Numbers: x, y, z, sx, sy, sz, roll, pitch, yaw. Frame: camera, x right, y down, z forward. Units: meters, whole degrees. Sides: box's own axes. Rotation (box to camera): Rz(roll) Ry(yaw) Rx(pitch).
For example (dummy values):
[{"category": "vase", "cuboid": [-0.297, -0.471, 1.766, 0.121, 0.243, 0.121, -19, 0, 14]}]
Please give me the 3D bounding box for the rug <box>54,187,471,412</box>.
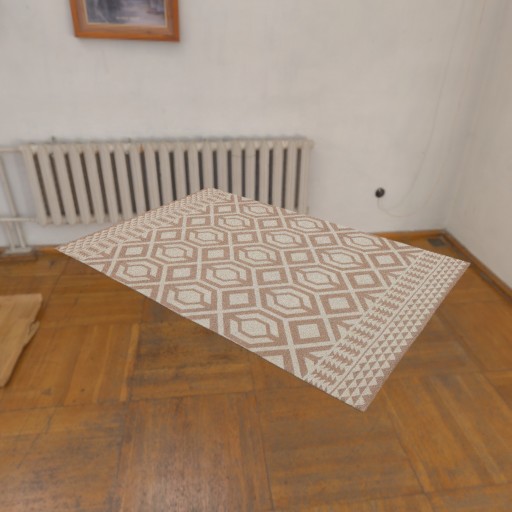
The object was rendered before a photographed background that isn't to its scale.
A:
[{"category": "rug", "cuboid": [0.000, 0.000, 2.335, 1.829, 0.008, 1.219, 21, 35, 33]}]
